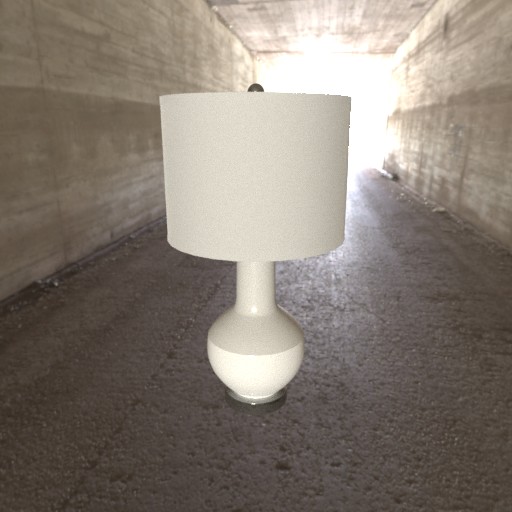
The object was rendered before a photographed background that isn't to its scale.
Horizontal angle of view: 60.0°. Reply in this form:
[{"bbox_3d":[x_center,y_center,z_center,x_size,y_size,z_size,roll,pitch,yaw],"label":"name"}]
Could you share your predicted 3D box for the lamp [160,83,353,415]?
[{"bbox_3d":[0.000,0.000,0.923,0.357,0.673,0.357,-8,19,-26],"label":"lamp"}]
